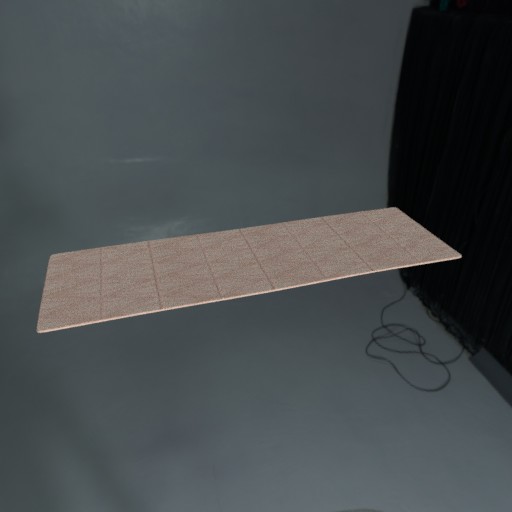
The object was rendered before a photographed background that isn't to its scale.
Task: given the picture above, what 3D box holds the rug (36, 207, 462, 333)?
[{"bbox_3d":[0.000,0.000,2.734,2.435,0.015,0.760,-9,32,-14],"label":"rug"}]
